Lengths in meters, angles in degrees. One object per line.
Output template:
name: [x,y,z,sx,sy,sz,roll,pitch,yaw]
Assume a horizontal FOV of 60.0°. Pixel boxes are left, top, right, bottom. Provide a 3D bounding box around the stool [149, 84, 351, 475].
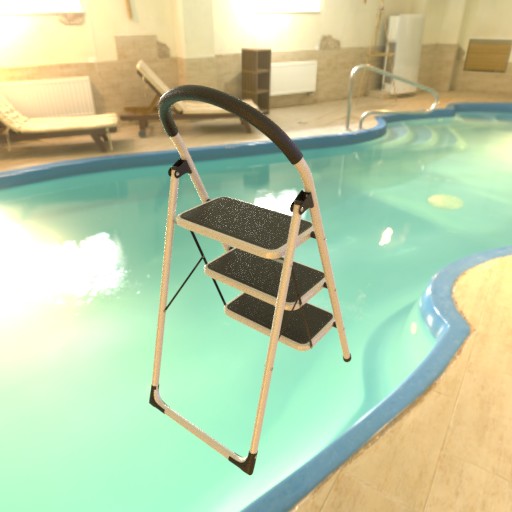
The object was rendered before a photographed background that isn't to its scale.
stool: [0.000,0.000,1.458,0.485,1.109,0.676,21,35,32]
